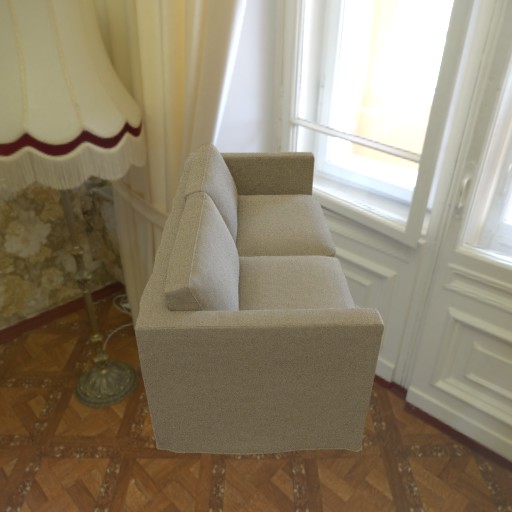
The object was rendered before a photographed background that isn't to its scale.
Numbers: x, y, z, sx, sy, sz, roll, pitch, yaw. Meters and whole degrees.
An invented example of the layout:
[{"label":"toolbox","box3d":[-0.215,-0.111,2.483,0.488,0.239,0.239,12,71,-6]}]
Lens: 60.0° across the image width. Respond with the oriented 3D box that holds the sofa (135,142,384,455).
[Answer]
[{"label":"sofa","box3d":[0.000,0.000,2.582,0.956,0.847,1.987,-1,32,-1]}]
